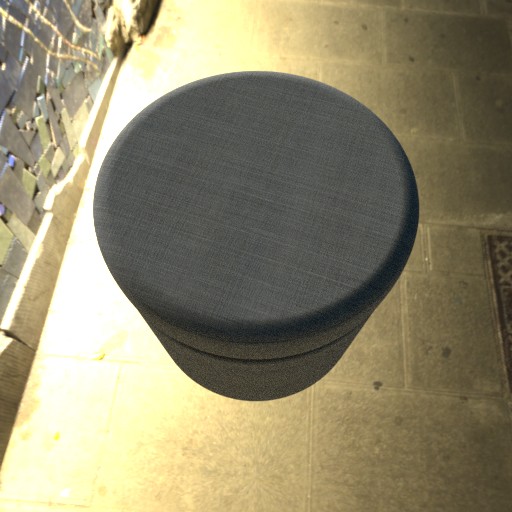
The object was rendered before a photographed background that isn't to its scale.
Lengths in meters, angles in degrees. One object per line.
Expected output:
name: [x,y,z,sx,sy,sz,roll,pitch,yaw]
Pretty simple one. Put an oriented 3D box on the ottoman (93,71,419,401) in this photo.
ottoman: [0.000,0.000,0.713,0.400,0.406,0.400,0,63,0]
